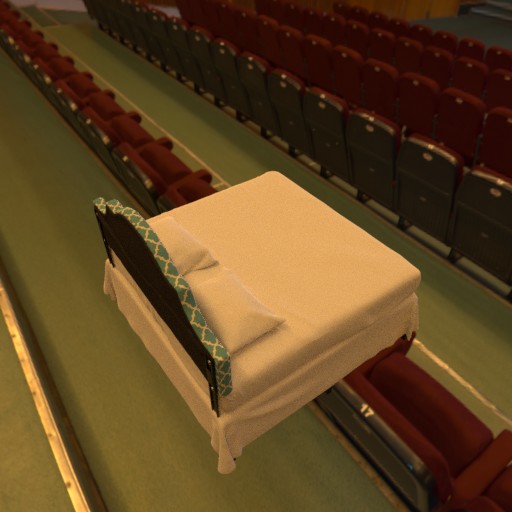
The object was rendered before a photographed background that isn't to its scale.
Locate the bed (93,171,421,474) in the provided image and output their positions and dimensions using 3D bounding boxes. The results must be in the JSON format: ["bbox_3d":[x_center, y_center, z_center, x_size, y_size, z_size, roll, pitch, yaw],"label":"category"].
[{"bbox_3d":[0.000,0.000,3.809,2.222,1.601,2.314,-26,48,-26],"label":"bed"}]
